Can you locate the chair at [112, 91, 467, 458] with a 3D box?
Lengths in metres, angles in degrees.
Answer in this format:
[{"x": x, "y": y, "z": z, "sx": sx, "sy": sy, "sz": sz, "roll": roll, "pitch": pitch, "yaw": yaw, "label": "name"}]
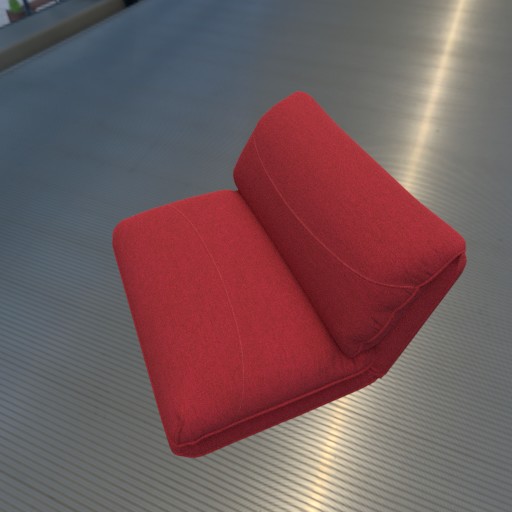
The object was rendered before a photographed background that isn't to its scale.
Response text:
[{"x": 0.000, "y": 0.000, "z": 1.310, "sx": 0.780, "sy": 0.580, "sz": 0.820, "roll": -17, "pitch": 48, "yaw": -16, "label": "chair"}]
